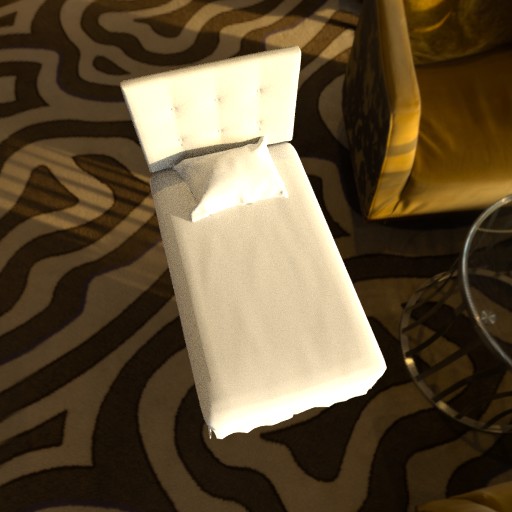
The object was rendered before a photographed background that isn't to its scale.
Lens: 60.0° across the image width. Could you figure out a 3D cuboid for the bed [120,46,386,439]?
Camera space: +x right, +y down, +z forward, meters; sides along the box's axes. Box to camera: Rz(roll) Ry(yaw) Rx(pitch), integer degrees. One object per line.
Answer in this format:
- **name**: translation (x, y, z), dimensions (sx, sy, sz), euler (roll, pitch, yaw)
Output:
- **bed**: translation (0.000, 0.000, 3.003), dimensions (1.261, 1.571, 1.997), euler (-15, 65, -7)
